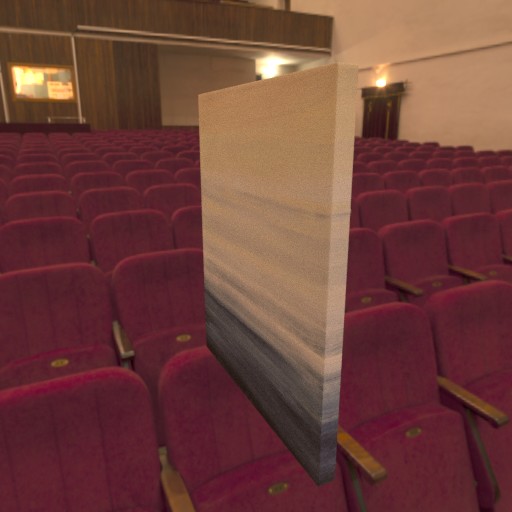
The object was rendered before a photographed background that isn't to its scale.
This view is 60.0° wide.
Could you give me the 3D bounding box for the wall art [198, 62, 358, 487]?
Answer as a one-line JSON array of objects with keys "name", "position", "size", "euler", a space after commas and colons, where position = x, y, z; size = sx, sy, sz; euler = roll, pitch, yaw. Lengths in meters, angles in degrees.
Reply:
[{"name": "wall art", "position": [0.000, 0.000, 0.975], "size": [0.041, 0.710, 0.608], "euler": [-7, 17, -25]}]
